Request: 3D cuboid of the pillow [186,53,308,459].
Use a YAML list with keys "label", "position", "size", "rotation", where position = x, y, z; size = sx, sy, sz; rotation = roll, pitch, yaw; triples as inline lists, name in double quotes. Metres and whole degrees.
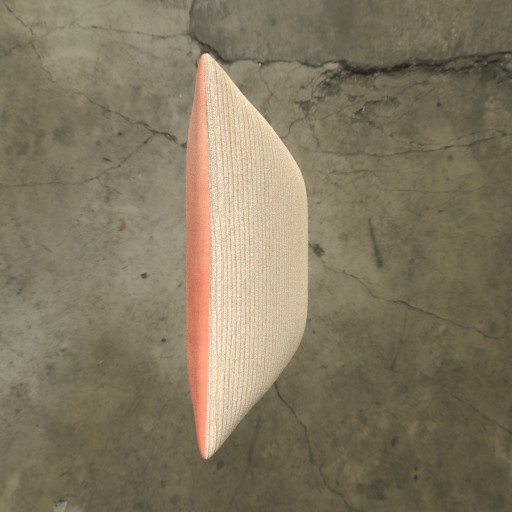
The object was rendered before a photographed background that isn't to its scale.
- label: "pillow"
  position: [0.000, 0.000, 0.659]
  size: [0.177, 0.401, 0.424]
  rotation: [0, 91, -1]
